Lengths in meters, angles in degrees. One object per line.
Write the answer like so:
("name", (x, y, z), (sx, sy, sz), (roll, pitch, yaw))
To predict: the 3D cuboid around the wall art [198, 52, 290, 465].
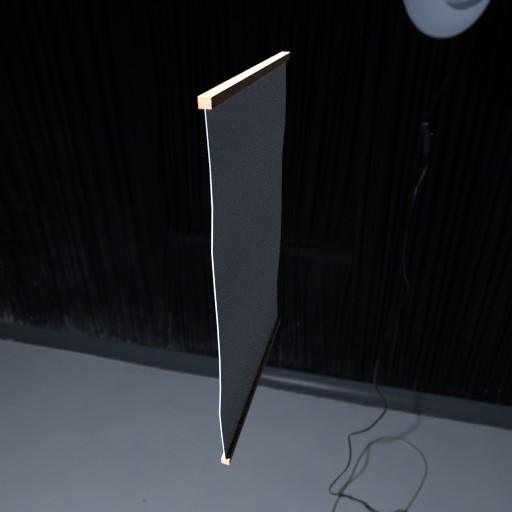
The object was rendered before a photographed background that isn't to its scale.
("wall art", (0.000, 0.000, 0.646), (0.012, 0.508, 0.332), (8, 32, 13))
